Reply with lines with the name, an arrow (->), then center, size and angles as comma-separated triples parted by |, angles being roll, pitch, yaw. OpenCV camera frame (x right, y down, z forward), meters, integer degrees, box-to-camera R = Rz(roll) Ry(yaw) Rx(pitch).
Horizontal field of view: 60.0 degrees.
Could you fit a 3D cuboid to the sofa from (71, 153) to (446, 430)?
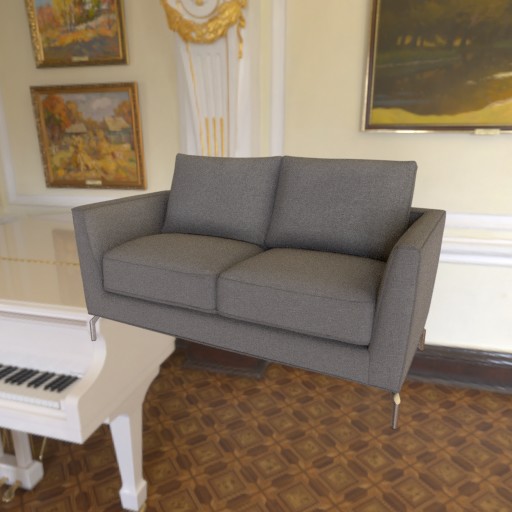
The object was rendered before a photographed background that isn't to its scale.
sofa -> 0.000, 0.000, 2.142 | 1.594, 0.924, 0.803 | 8, 18, 27
